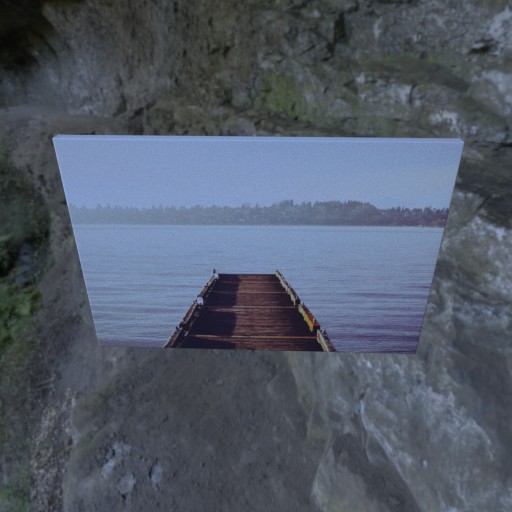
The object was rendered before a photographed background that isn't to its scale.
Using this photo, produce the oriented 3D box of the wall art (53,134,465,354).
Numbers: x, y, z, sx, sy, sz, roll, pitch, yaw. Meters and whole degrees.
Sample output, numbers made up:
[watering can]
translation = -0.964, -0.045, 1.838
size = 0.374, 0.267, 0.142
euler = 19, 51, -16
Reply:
[wall art]
translation = 0.000, 0.000, 1.438
size = 1.149, 0.765, 0.040
euler = 1, 30, 2
